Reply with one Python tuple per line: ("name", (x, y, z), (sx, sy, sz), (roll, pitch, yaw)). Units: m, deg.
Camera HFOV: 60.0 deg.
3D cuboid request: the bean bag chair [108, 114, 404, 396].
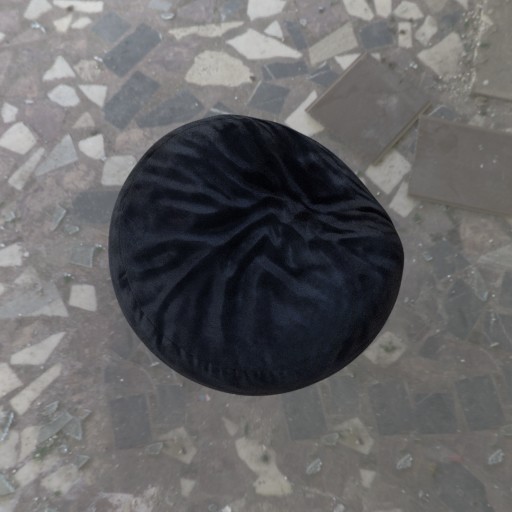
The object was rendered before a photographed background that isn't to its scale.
("bean bag chair", (0.000, 0.000, 1.521), (0.918, 0.616, 0.918), (0, 76, 0))
